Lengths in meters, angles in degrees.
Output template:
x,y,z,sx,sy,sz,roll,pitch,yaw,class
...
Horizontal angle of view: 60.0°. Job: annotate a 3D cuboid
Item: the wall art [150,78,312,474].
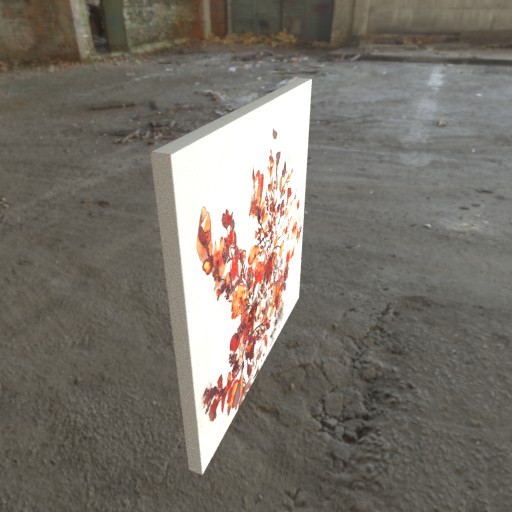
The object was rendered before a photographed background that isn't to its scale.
x,y,z,sx,sy,sz,roll,pitch,yaw,class
0.000,0.000,1.144,0.037,0.757,0.757,11,32,19,wall art
